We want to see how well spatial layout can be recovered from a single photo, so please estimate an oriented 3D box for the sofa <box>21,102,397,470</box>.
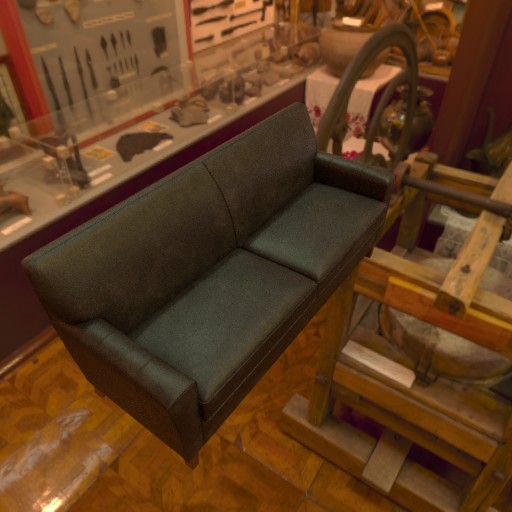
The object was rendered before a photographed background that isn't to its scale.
[{"bbox_3d":[0.000,0.000,2.468,0.805,0.947,2.053,26,47,27],"label":"sofa"}]
